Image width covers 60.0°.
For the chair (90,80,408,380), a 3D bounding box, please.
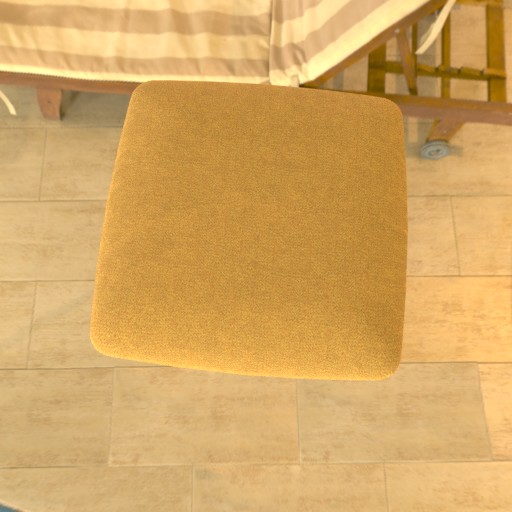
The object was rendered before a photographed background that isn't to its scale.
[{"bbox_3d":[0.000,0.000,0.682,0.350,0.440,0.350,5,76,1],"label":"chair"}]
